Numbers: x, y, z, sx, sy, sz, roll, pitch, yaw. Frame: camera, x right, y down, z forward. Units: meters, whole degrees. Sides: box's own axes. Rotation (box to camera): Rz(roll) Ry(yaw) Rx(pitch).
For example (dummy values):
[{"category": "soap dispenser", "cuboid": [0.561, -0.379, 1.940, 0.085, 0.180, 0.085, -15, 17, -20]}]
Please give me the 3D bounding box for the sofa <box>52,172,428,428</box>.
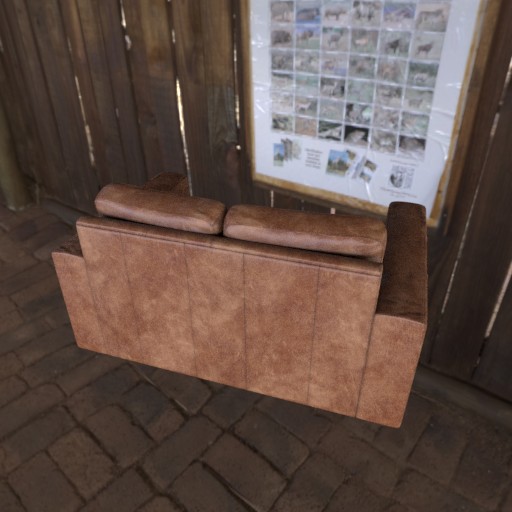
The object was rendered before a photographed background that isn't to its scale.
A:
[{"category": "sofa", "cuboid": [0.000, 0.000, 2.284, 1.626, 0.889, 1.041, 10, 33, 15]}]
